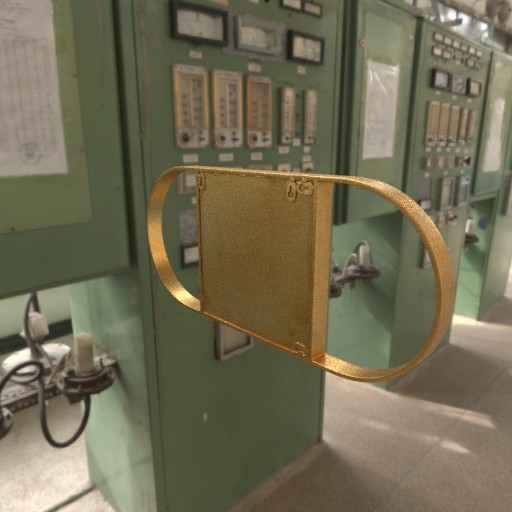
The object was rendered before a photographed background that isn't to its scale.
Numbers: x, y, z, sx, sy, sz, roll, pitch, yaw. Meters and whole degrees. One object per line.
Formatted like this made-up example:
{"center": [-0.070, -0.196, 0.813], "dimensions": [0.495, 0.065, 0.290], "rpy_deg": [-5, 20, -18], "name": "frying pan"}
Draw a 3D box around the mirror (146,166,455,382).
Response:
{"center": [0.000, 0.000, 0.671], "dimensions": [0.032, 0.254, 0.584], "rpy_deg": [-14, 20, -42], "name": "mirror"}
